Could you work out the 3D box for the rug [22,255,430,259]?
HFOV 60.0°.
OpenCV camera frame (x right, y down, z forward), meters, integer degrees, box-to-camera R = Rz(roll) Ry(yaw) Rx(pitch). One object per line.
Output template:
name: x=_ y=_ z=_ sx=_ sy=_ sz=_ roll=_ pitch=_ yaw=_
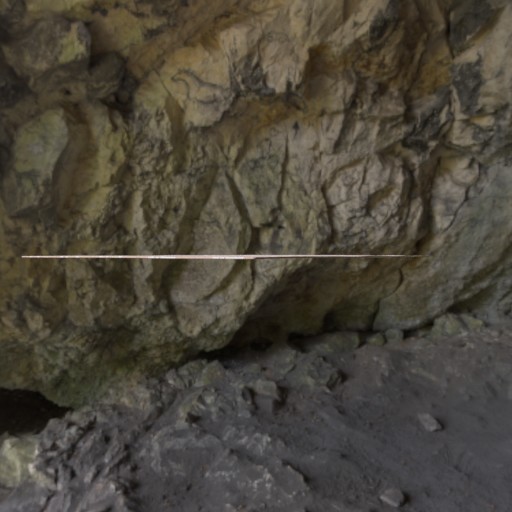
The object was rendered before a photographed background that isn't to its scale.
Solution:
rug: x=0.000 y=0.000 z=4.345 sx=2.452 sy=0.020 sz=3.365 roll=0 pitch=0 yaw=36
